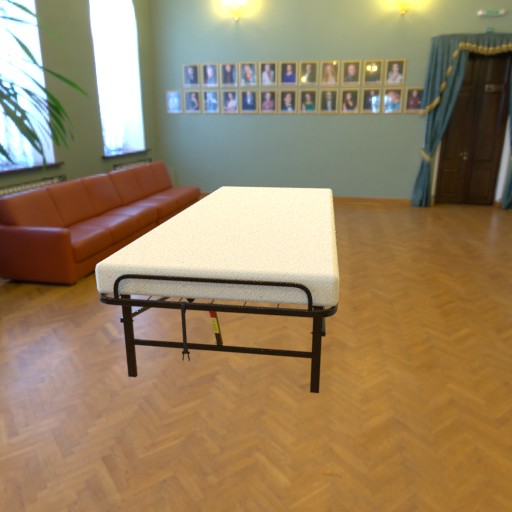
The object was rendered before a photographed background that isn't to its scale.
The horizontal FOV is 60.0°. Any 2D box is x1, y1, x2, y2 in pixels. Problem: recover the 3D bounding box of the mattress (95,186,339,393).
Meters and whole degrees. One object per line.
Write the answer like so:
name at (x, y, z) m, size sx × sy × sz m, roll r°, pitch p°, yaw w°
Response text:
mattress at (0.000, 0.000, 2.606) m, size 0.922 × 0.519 × 2.153 m, roll 3°, pitch 17°, yaw 8°
